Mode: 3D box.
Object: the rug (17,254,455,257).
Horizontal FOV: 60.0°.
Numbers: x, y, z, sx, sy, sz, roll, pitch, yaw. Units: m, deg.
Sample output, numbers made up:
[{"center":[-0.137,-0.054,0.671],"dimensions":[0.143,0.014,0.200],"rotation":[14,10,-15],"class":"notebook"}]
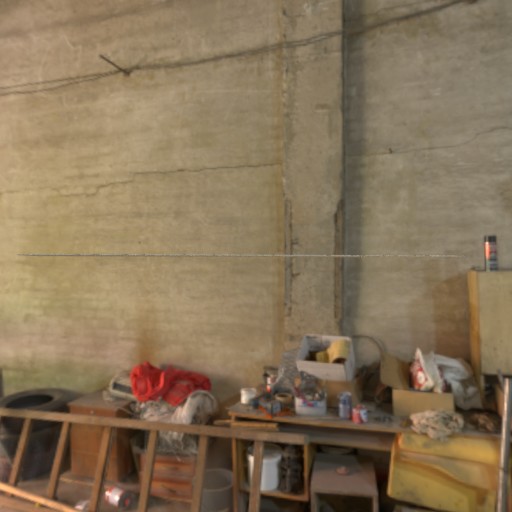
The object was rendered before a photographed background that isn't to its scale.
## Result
[{"center":[0.000,0.000,2.650],"dimensions":[2.464,0.005,0.660],"rotation":[0,-1,-17],"class":"rug"}]
